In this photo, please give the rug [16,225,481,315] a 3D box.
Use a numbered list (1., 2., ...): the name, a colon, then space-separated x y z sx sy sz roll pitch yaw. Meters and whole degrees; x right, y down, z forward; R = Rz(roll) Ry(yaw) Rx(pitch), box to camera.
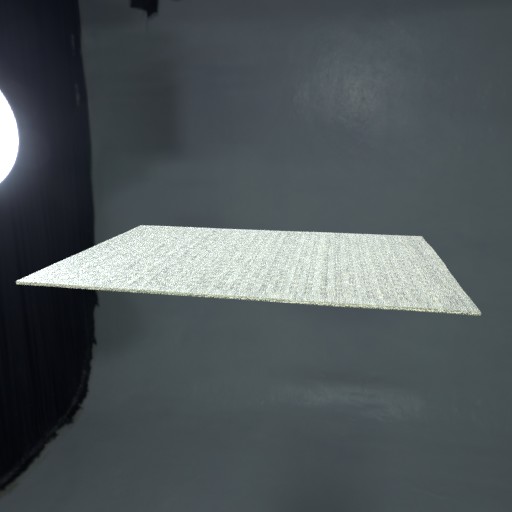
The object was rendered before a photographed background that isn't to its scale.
1. rug: 0.000 0.000 2.854 2.297 0.018 1.532 3 16 10
